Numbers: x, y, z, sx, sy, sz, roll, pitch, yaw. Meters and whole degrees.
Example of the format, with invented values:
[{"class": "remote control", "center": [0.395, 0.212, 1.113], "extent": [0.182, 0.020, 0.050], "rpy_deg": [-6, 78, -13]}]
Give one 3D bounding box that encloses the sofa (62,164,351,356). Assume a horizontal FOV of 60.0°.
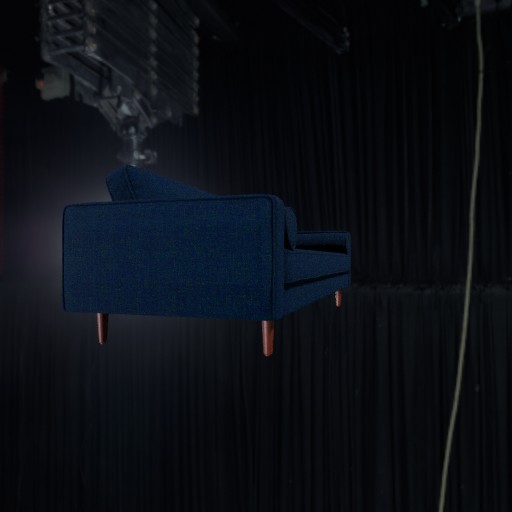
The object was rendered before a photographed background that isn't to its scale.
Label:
[{"class": "sofa", "center": [0.000, 0.000, 2.663], "extent": [0.914, 0.762, 2.210], "rpy_deg": [0, 0, 18]}]
